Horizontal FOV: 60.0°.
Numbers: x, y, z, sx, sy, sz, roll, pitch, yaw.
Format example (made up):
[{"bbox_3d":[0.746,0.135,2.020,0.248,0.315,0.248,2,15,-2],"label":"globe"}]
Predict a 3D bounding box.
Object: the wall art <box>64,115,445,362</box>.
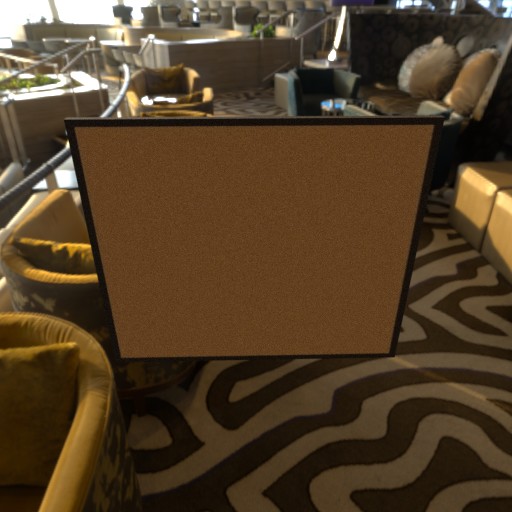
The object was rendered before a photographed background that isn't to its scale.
[{"bbox_3d":[0.000,0.000,1.430,1.033,0.875,0.023,-1,30,-1],"label":"wall art"}]
